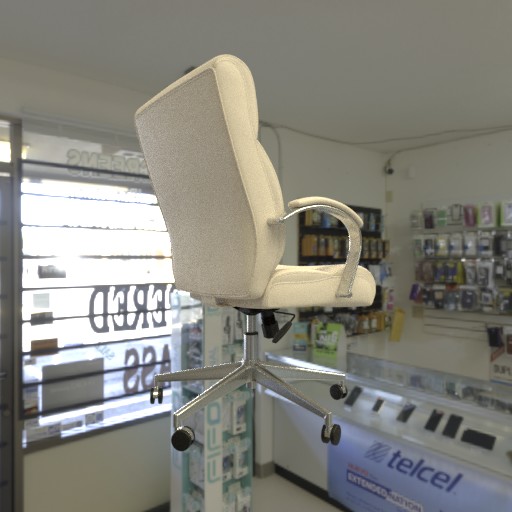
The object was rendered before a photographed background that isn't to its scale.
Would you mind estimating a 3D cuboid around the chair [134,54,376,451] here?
[{"bbox_3d":[0.000,0.000,1.552,0.745,1.099,0.727,0,-1,-38],"label":"chair"}]
